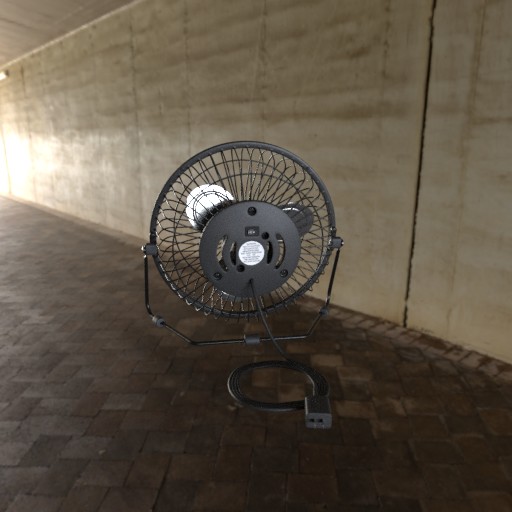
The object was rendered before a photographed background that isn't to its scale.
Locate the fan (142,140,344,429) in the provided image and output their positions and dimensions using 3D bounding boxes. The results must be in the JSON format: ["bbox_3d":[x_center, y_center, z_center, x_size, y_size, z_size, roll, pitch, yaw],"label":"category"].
[{"bbox_3d":[0.000,0.000,0.372,0.209,0.188,0.227,-2,15,-9],"label":"fan"}]
